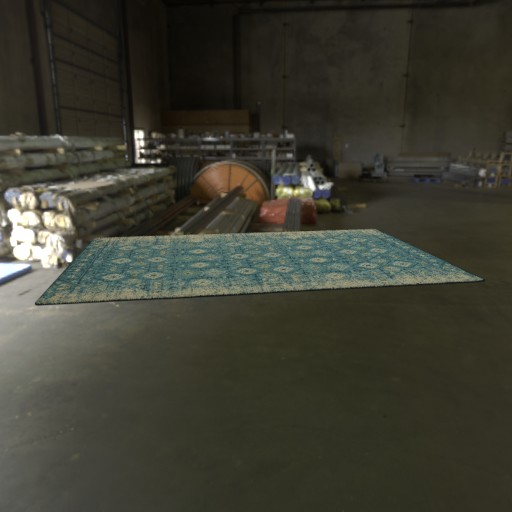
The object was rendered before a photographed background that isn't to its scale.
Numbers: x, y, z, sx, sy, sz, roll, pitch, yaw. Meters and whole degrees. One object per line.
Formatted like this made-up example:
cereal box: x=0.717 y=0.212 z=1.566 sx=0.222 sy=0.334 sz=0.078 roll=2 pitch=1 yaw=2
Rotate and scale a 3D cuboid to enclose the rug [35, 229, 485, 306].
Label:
rug: x=0.000 y=0.000 z=3.077 sx=2.449 sy=0.015 sz=1.530 roll=-2 pitch=15 yaw=-9
